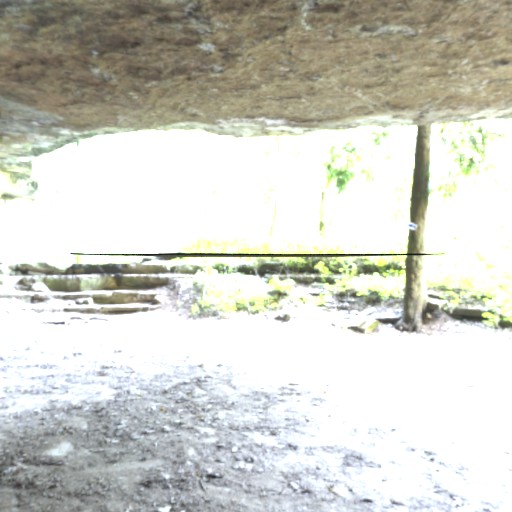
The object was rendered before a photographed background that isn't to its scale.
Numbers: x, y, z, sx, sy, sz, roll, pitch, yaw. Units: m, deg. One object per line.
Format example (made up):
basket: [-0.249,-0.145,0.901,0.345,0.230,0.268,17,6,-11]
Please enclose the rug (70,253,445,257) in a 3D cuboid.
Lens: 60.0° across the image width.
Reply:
rug: [0.000,0.000,3.016,1.520,0.011,2.447,0,0,0]
